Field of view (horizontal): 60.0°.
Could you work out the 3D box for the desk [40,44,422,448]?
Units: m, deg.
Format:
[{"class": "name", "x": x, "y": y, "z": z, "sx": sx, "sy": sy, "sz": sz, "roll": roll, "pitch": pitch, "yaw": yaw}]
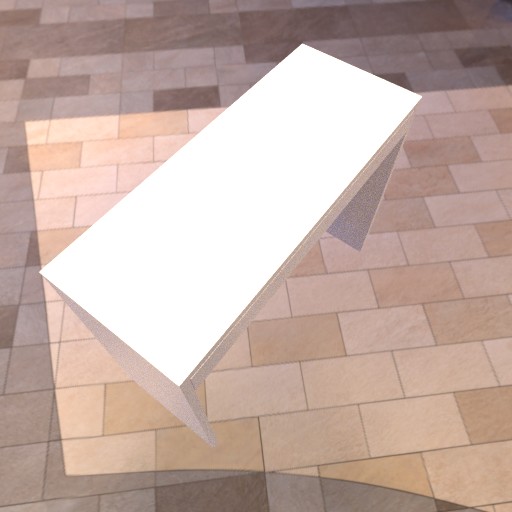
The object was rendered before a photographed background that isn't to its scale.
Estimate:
[{"class": "desk", "x": 0.000, "y": 0.000, "z": 1.425, "sx": 0.400, "sy": 0.790, "sz": 1.000, "roll": 33, "pitch": 64, "yaw": 18}]
